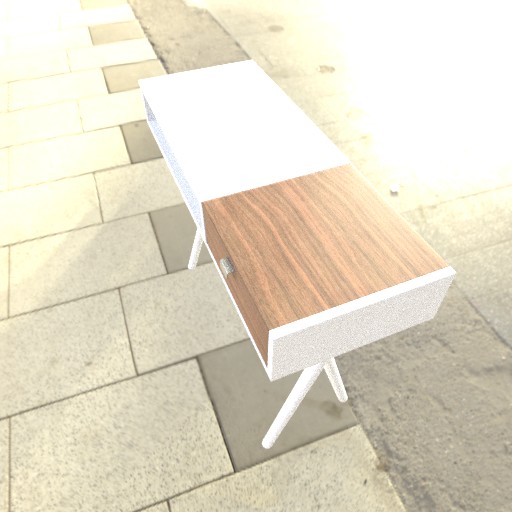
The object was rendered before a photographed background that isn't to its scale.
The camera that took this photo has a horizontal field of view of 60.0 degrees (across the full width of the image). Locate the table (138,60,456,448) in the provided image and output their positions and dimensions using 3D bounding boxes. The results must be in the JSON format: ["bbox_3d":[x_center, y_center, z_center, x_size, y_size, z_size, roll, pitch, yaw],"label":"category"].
[{"bbox_3d":[0.000,0.000,1.444,0.418,0.785,1.066,-17,49,-15],"label":"table"}]
